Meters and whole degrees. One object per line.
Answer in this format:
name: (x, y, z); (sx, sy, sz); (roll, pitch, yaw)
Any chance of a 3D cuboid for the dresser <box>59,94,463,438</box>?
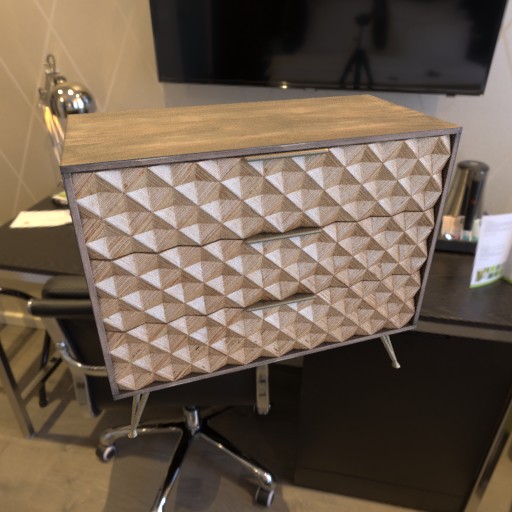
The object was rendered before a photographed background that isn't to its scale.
dresser: (0.000, 0.000, 1.338); (0.923, 0.801, 0.453); (-9, 32, -16)
